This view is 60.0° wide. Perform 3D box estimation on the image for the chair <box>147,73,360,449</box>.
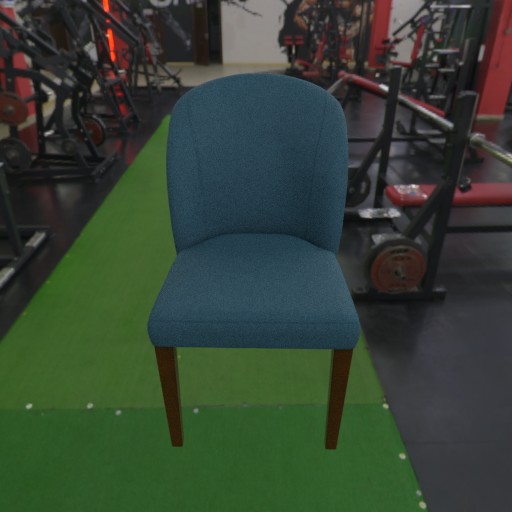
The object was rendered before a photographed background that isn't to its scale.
[{"bbox_3d":[0.000,0.000,1.238,0.507,0.879,0.620,1,29,1],"label":"chair"}]
